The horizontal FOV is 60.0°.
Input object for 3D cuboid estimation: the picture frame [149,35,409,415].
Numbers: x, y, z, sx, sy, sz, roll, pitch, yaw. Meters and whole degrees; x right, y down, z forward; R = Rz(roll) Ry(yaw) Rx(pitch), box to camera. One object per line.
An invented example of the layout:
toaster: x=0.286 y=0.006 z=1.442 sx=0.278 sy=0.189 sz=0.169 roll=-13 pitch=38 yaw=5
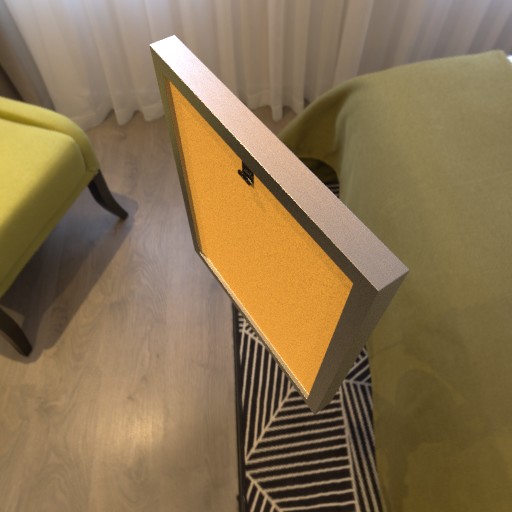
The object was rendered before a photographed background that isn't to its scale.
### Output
picture frame: x=0.000 y=0.000 z=1.353 sx=0.073 sy=0.968 sz=0.839 roll=-30 pitch=63 yaw=-17
